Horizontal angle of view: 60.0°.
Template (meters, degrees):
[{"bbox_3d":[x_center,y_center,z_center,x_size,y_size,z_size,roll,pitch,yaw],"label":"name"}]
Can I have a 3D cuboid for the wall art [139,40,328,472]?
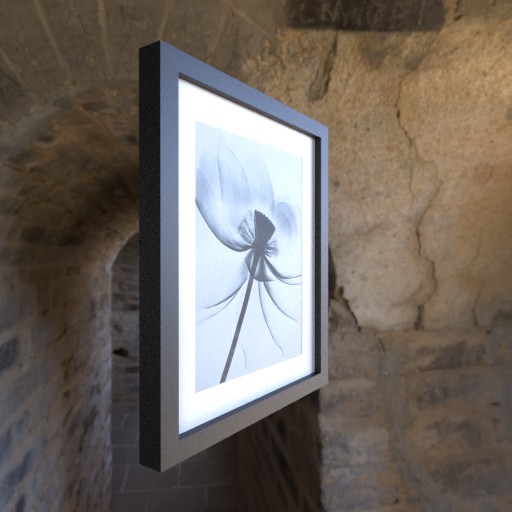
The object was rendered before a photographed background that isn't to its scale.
[{"bbox_3d":[0.000,0.000,0.533,0.029,0.381,0.330,0,0,35],"label":"wall art"}]
